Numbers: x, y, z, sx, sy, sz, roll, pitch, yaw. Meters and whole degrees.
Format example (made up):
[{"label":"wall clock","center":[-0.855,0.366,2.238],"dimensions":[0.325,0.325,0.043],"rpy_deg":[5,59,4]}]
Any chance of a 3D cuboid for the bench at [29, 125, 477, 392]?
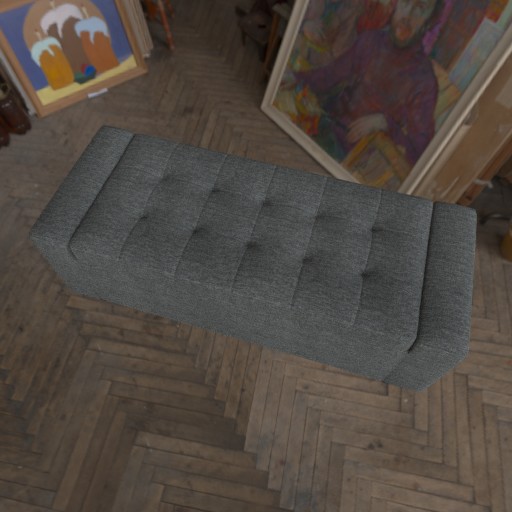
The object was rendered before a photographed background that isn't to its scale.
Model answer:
[{"label":"bench","center":[0.000,0.000,1.530],"dimensions":[1.296,0.445,0.508],"rpy_deg":[15,60,9]}]
